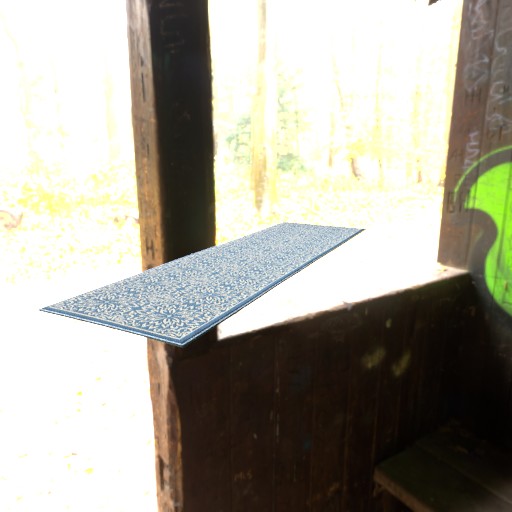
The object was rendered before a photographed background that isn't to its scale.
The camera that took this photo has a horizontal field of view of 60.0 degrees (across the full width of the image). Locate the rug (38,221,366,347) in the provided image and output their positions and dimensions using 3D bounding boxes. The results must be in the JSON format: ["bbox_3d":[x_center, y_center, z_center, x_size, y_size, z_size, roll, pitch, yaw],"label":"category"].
[{"bbox_3d":[0.000,0.000,2.421,0.662,0.011,2.196,7,16,27],"label":"rug"}]
